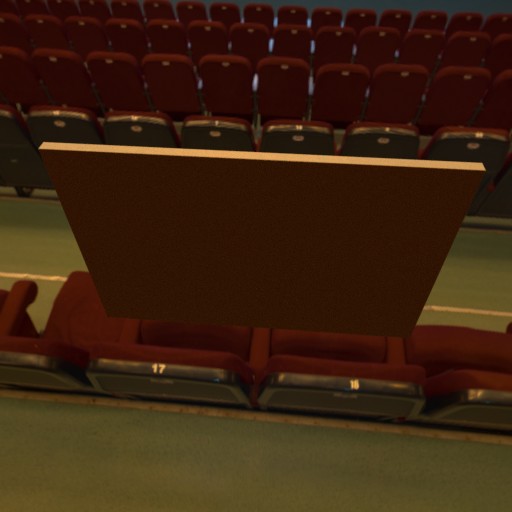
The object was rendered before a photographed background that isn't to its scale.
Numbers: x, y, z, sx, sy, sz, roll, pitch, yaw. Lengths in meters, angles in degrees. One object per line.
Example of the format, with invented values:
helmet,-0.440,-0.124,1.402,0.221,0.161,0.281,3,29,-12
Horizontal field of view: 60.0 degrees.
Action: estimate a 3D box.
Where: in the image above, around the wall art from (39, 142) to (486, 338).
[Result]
wall art,0.000,0.000,1.151,0.932,0.610,0.027,3,46,3
